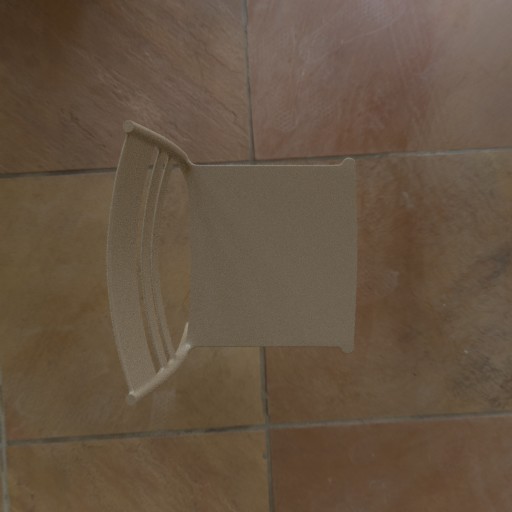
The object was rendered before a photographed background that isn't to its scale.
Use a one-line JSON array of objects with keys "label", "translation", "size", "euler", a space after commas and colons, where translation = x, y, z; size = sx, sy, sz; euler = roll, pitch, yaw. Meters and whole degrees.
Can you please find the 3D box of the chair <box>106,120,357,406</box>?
[{"label": "chair", "translation": [0.000, 0.000, 1.127], "size": [0.511, 0.800, 0.531], "euler": [0, 92, 0]}]
